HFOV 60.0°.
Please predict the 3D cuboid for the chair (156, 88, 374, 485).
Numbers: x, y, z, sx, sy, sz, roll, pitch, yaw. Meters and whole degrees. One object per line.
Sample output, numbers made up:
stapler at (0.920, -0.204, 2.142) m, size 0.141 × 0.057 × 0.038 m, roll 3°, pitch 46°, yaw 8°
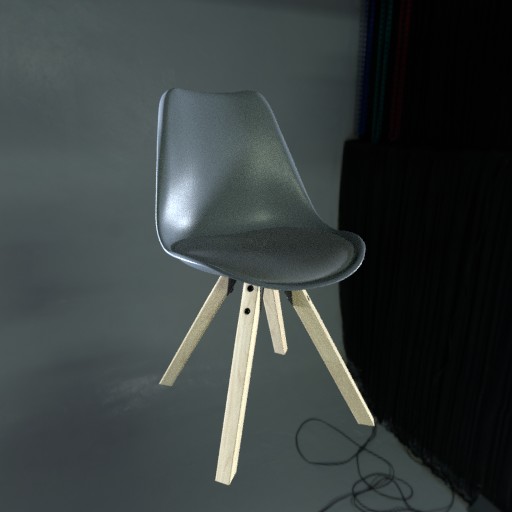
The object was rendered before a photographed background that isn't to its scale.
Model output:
chair at (0.000, 0.000, 1.159) m, size 0.485 × 0.850 × 0.550 m, roll -9°, pitch 19°, yaw -27°
